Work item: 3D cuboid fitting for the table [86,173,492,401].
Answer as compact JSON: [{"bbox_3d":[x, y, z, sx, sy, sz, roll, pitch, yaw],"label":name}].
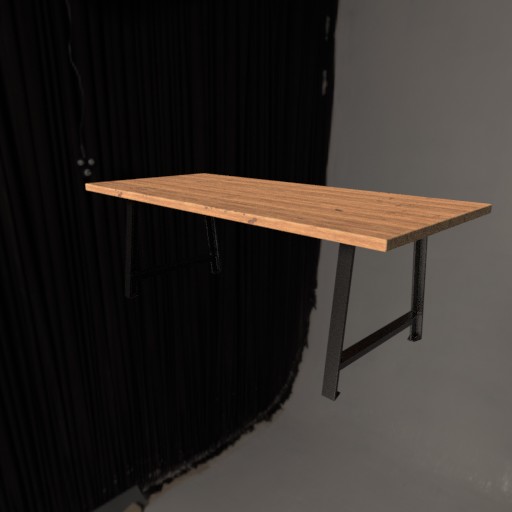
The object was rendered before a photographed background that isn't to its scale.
[{"bbox_3d":[0.000,0.000,2.633,2.200,0.757,1.000,15,22,43],"label":"table"}]
